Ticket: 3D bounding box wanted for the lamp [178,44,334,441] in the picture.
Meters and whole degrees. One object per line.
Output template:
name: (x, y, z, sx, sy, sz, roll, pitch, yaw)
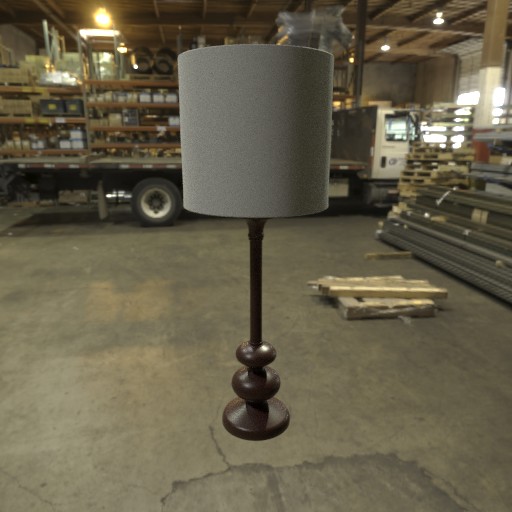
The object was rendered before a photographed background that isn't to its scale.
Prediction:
lamp: (0.000, 0.000, 0.813, 0.254, 0.690, 0.254, -2, 15, -9)
